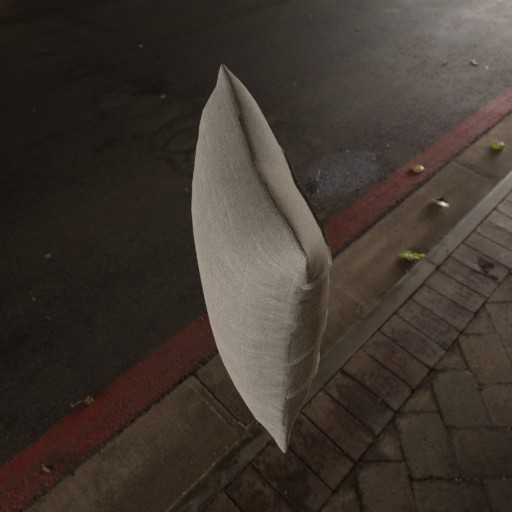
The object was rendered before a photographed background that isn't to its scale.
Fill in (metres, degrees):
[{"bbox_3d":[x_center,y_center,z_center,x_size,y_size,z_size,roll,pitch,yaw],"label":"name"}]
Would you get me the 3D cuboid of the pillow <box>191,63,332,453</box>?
[{"bbox_3d":[0.000,0.000,0.646,0.169,0.400,0.424,-9,46,-9],"label":"pillow"}]
